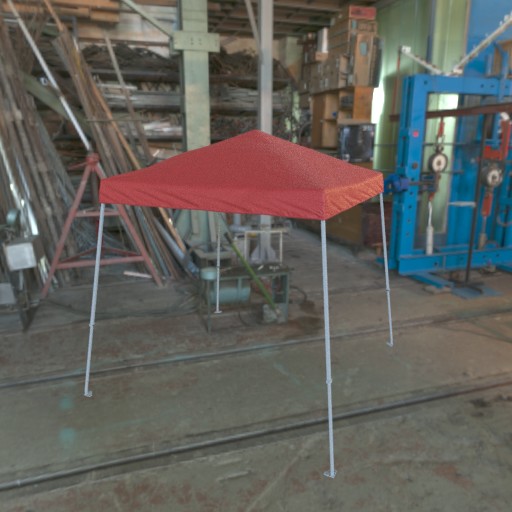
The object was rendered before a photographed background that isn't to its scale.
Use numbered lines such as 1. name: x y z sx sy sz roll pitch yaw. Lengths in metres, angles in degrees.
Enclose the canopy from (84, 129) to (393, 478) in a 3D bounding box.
1. canopy: 0.000 0.000 6.556 3.600 3.600 3.599 7 16 25
